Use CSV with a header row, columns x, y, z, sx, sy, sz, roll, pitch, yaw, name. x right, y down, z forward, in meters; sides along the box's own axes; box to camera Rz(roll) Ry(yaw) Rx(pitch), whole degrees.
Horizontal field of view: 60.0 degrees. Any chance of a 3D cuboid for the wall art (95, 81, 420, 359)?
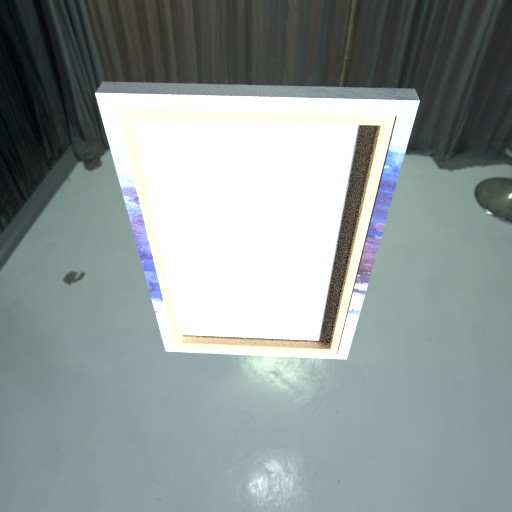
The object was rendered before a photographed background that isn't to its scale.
x,y,z,sx,sy,sz,roll,pitch,yaw,name
0.000,0.000,1.127,0.583,0.874,0.048,2,46,2,wall art
